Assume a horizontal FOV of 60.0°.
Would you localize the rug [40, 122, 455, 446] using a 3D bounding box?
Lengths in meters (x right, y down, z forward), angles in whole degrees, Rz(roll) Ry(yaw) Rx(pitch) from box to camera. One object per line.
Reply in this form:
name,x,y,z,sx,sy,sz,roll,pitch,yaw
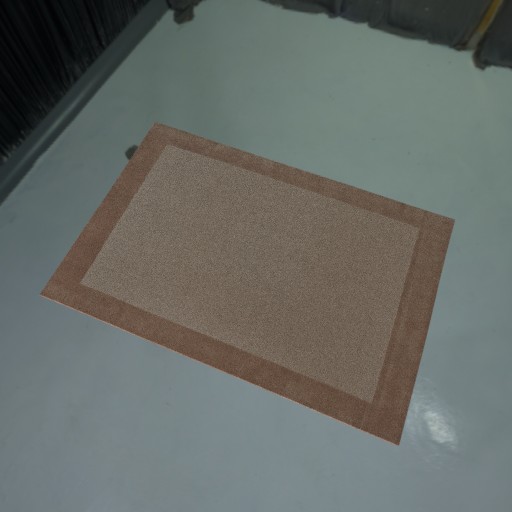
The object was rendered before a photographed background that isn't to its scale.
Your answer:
rug,0.000,0.000,2.302,1.829,0.014,1.219,20,65,10
